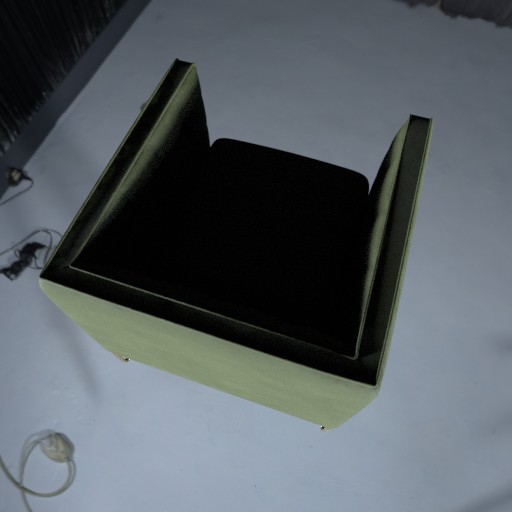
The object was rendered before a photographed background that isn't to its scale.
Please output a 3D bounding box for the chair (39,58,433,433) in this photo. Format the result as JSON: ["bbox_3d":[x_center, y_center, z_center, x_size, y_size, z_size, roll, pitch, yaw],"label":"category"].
[{"bbox_3d":[0.000,0.000,1.547,0.880,0.790,0.894,17,63,9],"label":"chair"}]
